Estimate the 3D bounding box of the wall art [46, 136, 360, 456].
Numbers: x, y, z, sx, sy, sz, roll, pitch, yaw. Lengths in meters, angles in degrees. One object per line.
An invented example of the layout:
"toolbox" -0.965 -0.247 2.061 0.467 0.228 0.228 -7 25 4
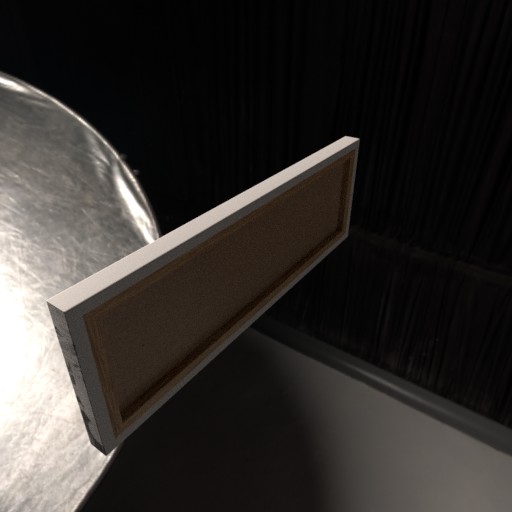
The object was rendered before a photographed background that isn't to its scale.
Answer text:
"wall art" 0.000 0.000 0.819 0.038 0.255 0.763 21 37 30
